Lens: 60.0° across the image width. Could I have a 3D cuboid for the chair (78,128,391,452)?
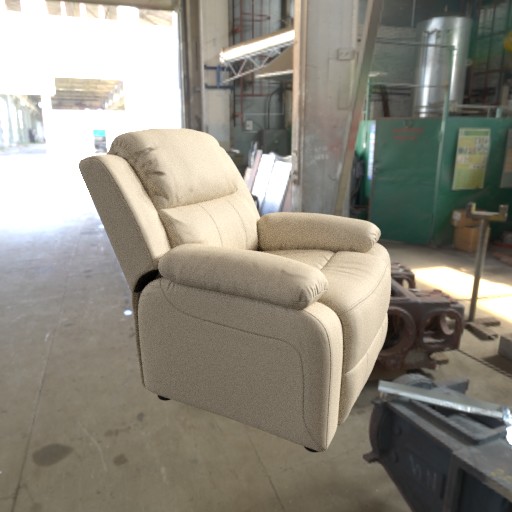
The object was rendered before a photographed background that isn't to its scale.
[{"bbox_3d":[0.000,0.000,1.259,0.709,0.702,0.680,8,17,26],"label":"chair"}]
